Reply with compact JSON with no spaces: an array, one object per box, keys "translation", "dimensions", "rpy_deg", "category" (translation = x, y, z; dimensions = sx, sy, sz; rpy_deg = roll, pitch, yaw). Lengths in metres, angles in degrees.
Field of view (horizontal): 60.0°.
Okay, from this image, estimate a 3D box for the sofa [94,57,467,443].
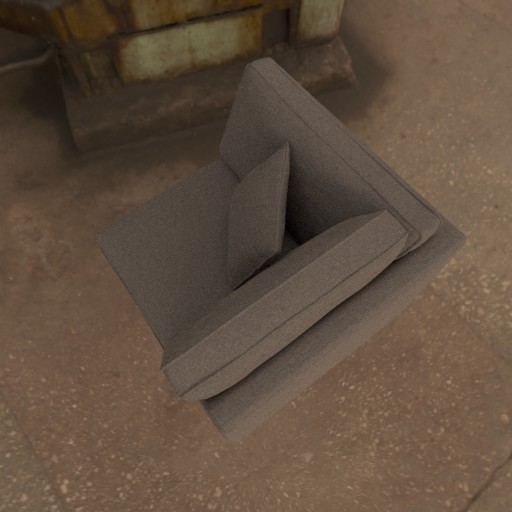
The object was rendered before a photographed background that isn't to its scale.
[{"translation":[0.000,0.000,1.933],"dimensions":[1.146,1.002,1.084],"rpy_deg":[-34,69,-15],"category":"sofa"}]
